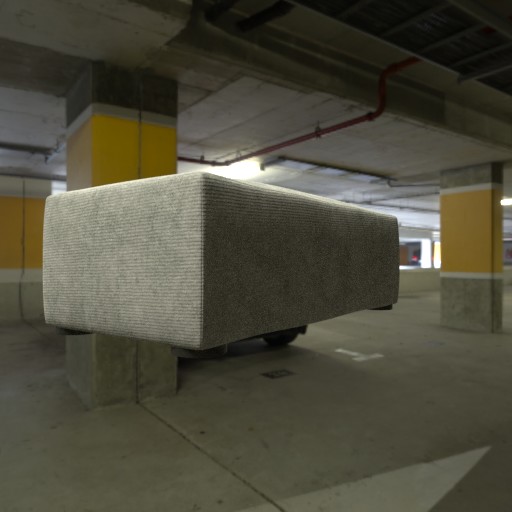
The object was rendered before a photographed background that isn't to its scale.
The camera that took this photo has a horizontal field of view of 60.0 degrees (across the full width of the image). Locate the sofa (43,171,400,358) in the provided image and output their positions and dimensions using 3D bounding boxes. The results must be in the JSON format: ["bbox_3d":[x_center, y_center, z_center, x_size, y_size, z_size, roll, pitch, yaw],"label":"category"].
[{"bbox_3d":[0.000,0.000,1.180,0.480,0.330,0.930,0,0,36],"label":"sofa"}]
